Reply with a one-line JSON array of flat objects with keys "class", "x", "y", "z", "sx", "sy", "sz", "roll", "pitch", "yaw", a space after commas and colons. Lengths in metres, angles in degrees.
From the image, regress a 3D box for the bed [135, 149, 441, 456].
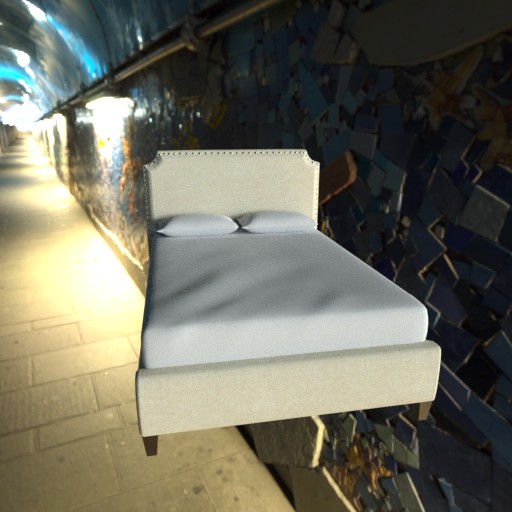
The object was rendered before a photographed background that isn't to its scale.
[{"class": "bed", "x": 0.000, "y": 0.000, "z": 3.377, "sx": 1.713, "sy": 1.457, "sz": 2.381, "roll": -3, "pitch": 17, "yaw": -11}]
